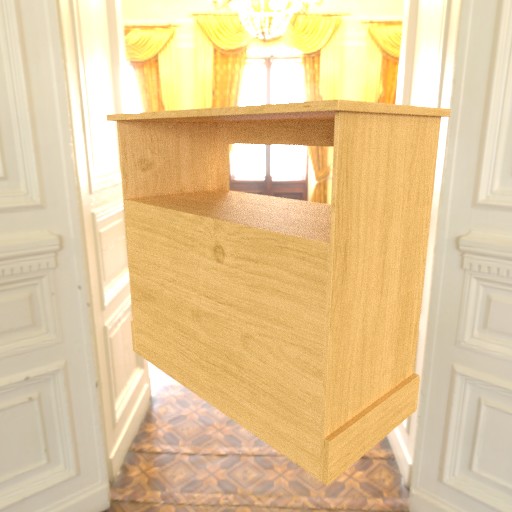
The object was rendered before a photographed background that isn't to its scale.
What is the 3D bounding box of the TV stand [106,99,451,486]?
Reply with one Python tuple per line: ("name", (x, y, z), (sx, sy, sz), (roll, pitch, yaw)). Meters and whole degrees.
("TV stand", (0.000, 0.000, 1.275), (0.430, 0.787, 0.851), (-14, 21, -42))
